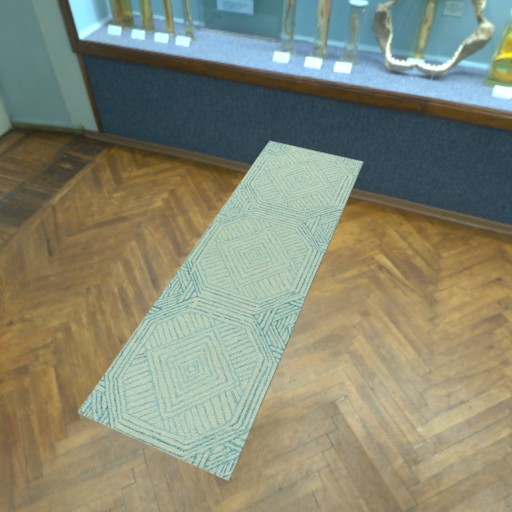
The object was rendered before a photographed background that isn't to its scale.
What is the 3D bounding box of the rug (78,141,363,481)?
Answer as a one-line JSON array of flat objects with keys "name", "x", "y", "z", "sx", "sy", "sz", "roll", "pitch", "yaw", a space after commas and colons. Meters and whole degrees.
[{"name": "rug", "x": 0.000, "y": 0.000, "z": 2.711, "sx": 0.775, "sy": 0.012, "sz": 2.452, "roll": 17, "pitch": 49, "yaw": 15}]
